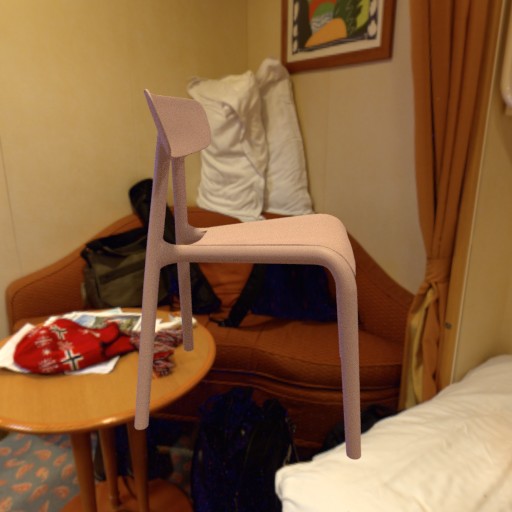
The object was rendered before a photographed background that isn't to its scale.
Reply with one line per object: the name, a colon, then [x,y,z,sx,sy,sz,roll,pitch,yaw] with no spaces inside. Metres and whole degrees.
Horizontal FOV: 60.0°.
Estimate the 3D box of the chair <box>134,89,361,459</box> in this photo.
chair: [0.000,0.000,0.840,0.401,0.580,0.356,2,16,8]
